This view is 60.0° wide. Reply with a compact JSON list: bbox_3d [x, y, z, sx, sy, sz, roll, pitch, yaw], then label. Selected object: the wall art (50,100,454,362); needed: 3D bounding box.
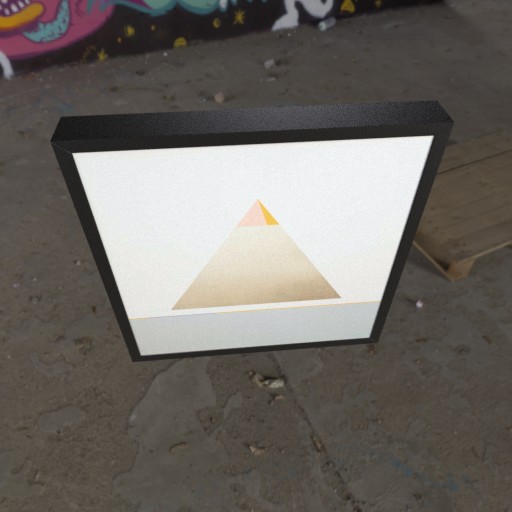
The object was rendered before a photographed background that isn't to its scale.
[{"bbox_3d":[0.000,0.000,0.452,0.304,0.303,0.037,-4,46,-4],"label":"wall art"}]
